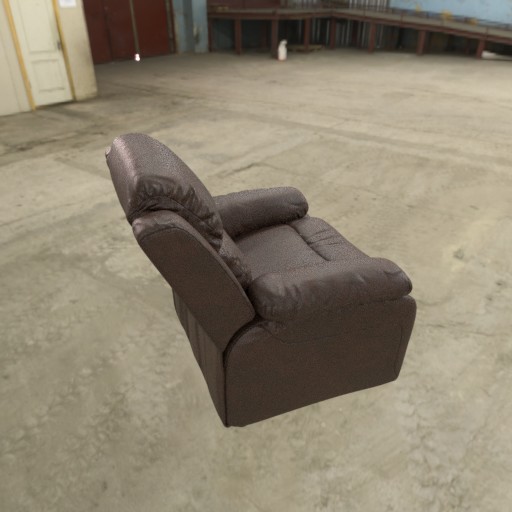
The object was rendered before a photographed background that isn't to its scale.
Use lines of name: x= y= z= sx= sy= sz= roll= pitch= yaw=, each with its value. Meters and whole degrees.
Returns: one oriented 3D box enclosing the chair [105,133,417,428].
chair: x=0.000 y=0.000 z=1.272 sx=0.707 sy=0.702 sz=0.680 roll=-11 pitch=32 yaw=-19
